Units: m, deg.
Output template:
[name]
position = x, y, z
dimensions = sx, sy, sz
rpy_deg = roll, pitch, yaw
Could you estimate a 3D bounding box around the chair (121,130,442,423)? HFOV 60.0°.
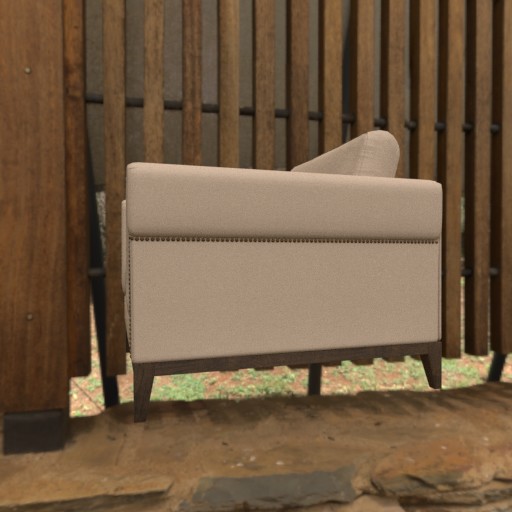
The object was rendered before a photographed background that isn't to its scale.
[chair]
position = 0.000, 0.000, 1.669
dimensions = 0.959, 0.838, 0.914
rpy_deg = 0, 0, -18
